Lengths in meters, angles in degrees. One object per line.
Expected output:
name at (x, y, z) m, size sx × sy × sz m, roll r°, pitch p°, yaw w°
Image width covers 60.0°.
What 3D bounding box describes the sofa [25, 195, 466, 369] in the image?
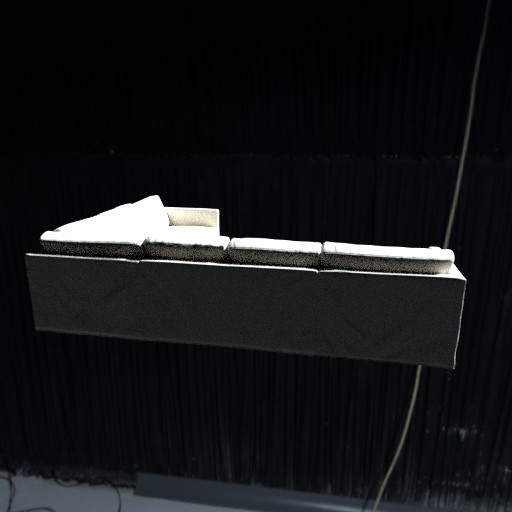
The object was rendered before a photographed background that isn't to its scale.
sofa at (0.000, 0.000, 4.549) m, size 3.464 × 0.882 × 2.448 m, roll 3°, pitch 16°, yaw 10°
